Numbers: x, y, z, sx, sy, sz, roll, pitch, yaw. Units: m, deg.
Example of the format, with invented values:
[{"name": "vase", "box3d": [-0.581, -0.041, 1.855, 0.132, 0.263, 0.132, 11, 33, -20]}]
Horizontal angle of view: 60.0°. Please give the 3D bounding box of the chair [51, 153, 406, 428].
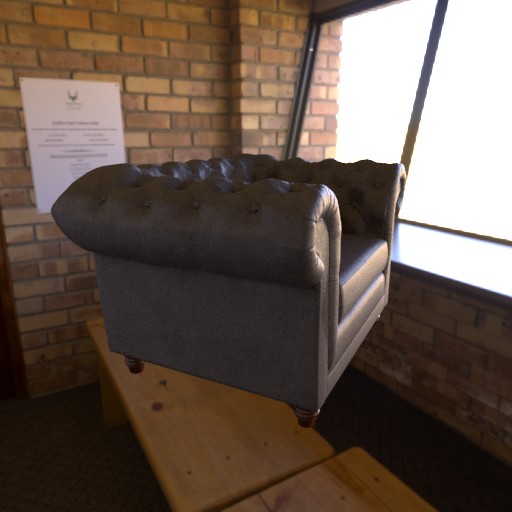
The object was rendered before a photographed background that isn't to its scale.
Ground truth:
[{"name": "chair", "box3d": [0.000, 0.000, 1.823, 0.943, 0.780, 1.298, 8, 17, 26]}]
